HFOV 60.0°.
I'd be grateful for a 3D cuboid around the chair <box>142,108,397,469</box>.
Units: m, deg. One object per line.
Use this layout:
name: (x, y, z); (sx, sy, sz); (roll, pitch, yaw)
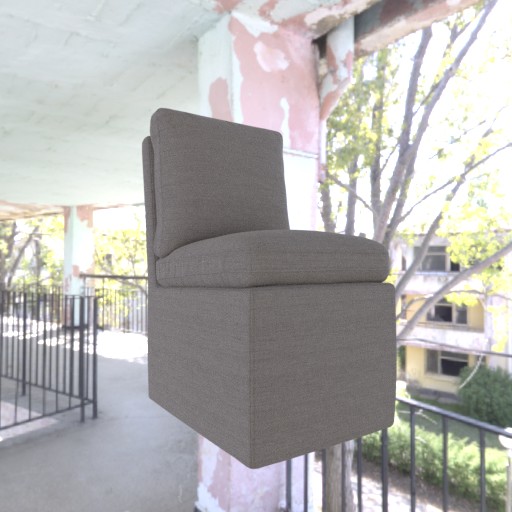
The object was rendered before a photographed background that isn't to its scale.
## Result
chair: (0.000, 0.000, 1.341); (0.503, 0.927, 0.698); (1, -1, -34)
